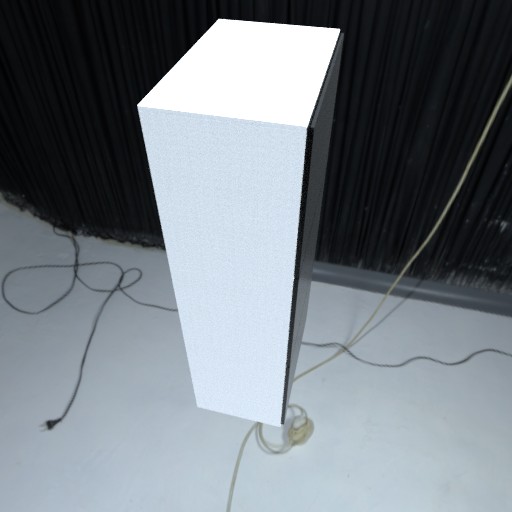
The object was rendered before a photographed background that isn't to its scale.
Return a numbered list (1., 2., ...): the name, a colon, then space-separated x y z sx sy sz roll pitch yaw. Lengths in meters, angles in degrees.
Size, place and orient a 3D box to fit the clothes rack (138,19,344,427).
1. clothes rack: 0.000 0.000 1.379 0.330 1.187 0.500 10 46 10
